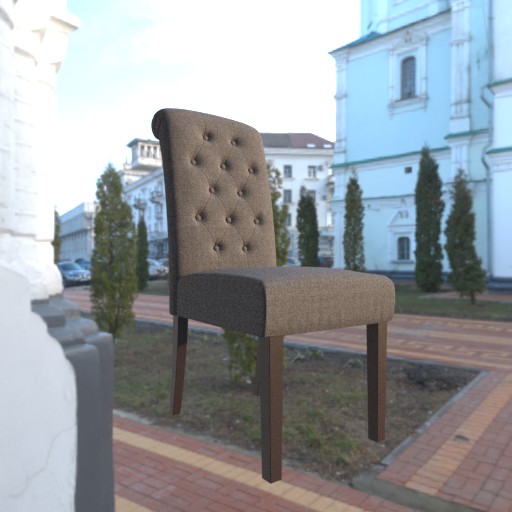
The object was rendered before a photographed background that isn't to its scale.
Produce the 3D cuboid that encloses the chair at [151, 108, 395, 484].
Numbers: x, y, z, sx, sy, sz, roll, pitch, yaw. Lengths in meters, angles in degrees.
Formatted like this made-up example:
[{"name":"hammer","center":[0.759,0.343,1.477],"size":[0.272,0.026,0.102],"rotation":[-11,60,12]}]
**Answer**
[{"name":"chair","center":[0.000,0.000,1.353],"size":[0.456,1.006,0.671],"rotation":[0,-1,-37]}]
